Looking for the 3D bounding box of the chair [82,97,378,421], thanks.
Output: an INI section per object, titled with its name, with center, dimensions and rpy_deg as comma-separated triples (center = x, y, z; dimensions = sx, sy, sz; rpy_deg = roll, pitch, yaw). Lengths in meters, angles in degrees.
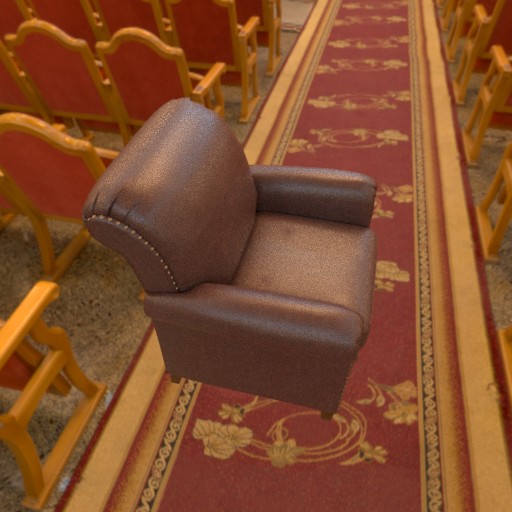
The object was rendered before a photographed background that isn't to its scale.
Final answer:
[chair]
center = 0.000, 0.000, 1.665
dimensions = 0.890, 0.927, 0.854
rpy_deg = 10, 46, 10
